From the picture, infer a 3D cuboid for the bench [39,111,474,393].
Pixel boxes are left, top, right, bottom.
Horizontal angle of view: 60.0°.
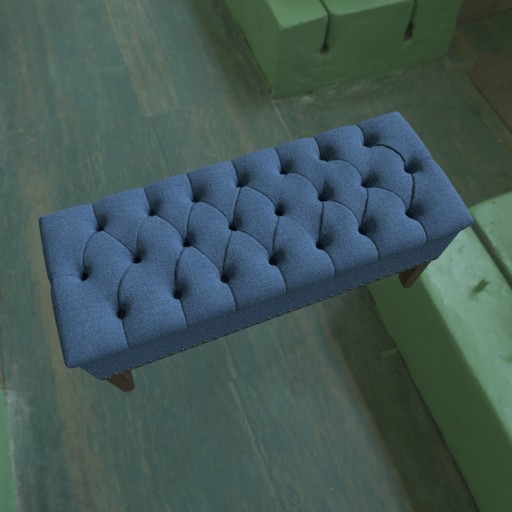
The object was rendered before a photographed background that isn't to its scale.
[{"bbox_3d":[0.000,0.000,1.321,1.052,0.492,0.417,-19,65,-9],"label":"bench"}]
